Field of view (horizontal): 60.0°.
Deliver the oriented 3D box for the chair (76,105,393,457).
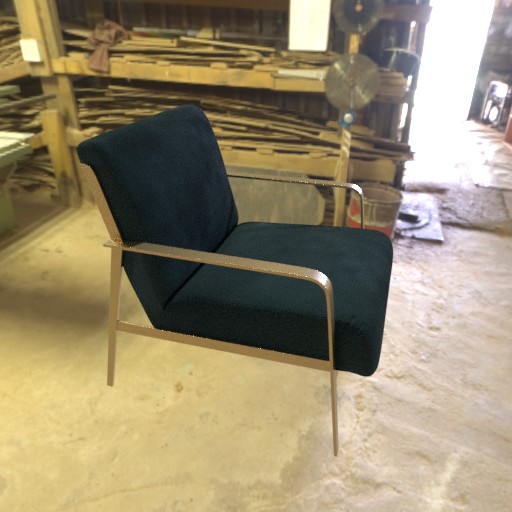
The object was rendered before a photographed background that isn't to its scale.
[{"bbox_3d":[0.000,0.000,1.452,0.859,0.831,0.692,9,30,16],"label":"chair"}]
